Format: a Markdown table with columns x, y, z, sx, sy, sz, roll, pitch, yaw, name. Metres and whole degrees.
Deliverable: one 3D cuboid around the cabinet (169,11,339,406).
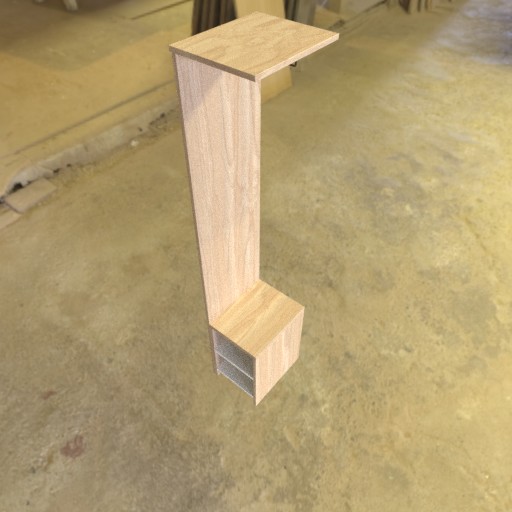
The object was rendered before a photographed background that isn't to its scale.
| x | y | z | sx | sy | sz | roll | pitch | yaw | name |
| --- | --- | --- | --- | --- | --- | --- | --- | --- | --- |
| 0.000 | 0.000 | 2.021 | 0.338 | 1.879 | 0.411 | 31 | 53 | 27 | cabinet |
